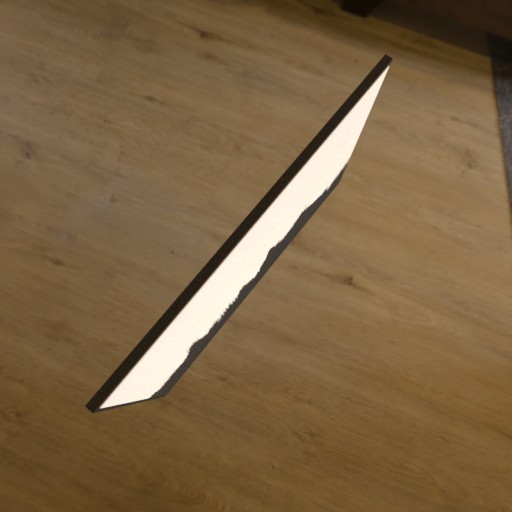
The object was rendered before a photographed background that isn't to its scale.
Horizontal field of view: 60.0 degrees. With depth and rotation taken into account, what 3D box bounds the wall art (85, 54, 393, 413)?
[{"bbox_3d":[0.000,0.000,1.496,0.028,0.805,1.190,38,78,9],"label":"wall art"}]
